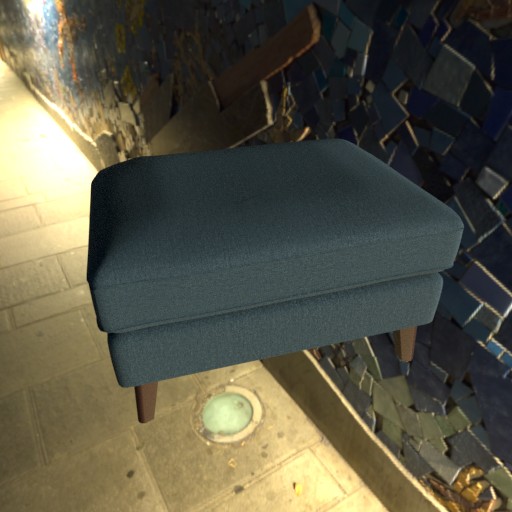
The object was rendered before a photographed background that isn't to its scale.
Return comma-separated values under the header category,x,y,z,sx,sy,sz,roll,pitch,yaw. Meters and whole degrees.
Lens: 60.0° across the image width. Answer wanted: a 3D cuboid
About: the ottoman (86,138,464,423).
category,x,y,z,sx,sy,sz,roll,pitch,yaw
ottoman,0.000,0.000,1.262,0.835,0.503,0.629,-9,34,-14
